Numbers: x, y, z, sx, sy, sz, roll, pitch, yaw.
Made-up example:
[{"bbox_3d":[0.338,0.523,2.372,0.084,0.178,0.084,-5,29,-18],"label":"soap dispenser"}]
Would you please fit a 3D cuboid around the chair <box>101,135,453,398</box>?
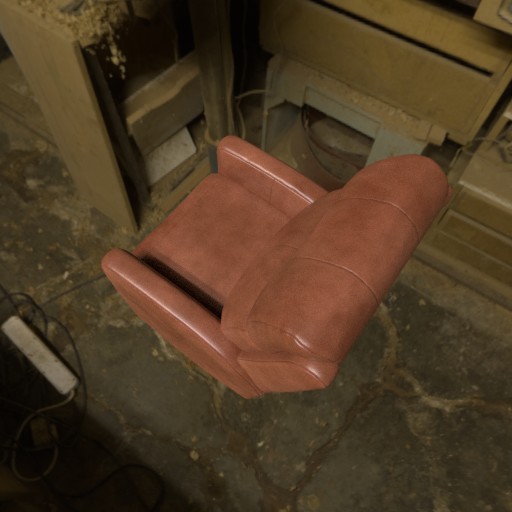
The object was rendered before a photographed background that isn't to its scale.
[{"bbox_3d":[0.000,0.000,1.653,0.939,1.016,0.787,33,67,16],"label":"chair"}]
